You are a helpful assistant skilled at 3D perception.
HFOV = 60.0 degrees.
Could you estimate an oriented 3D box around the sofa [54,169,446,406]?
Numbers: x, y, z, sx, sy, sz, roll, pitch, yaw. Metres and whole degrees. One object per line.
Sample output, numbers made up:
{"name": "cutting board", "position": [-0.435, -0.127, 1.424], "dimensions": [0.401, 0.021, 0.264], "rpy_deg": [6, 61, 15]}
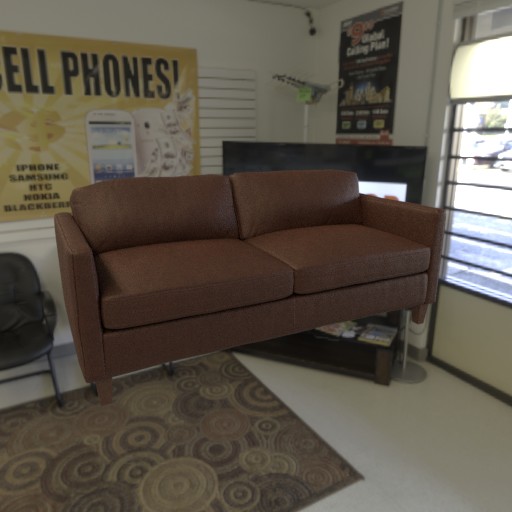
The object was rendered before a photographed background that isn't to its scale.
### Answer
{"name": "sofa", "position": [0.000, 0.000, 2.458], "dimensions": [1.971, 0.863, 0.923], "rpy_deg": [-8, 18, -26]}
